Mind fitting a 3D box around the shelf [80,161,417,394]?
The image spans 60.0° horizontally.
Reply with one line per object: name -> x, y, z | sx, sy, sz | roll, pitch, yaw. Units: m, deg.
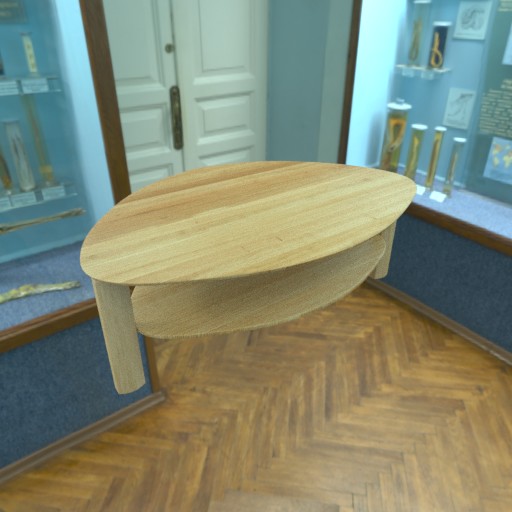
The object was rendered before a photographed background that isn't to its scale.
shelf -> 0.000, 0.000, 1.637 | 1.246, 0.440, 0.845 | -19, 35, -30
